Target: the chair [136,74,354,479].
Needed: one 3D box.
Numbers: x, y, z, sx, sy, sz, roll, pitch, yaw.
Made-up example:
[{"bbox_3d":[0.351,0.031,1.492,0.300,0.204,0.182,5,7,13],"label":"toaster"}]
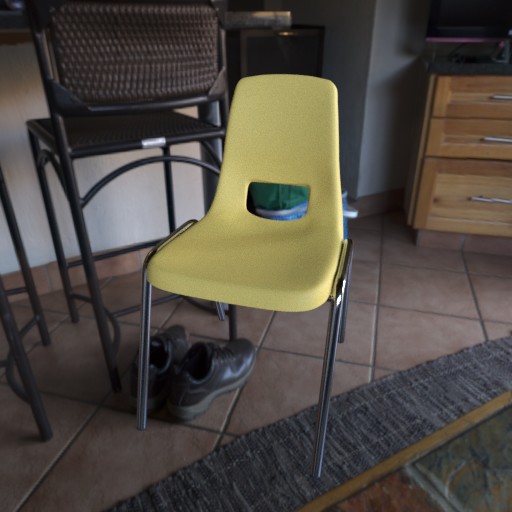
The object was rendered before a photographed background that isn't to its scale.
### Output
[{"bbox_3d":[0.000,0.000,0.896,0.381,0.653,0.436,8,27,16],"label":"chair"}]
